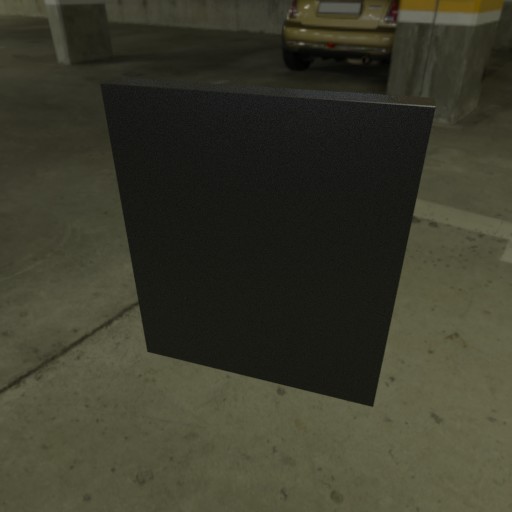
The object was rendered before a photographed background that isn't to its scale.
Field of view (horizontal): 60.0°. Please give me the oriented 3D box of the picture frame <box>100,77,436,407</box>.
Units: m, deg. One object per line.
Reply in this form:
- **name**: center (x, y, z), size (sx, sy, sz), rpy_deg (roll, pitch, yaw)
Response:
- **picture frame**: center (0.000, 0.000, 0.529), size (0.328, 0.378, 0.034), rpy_deg (10, 33, 15)
